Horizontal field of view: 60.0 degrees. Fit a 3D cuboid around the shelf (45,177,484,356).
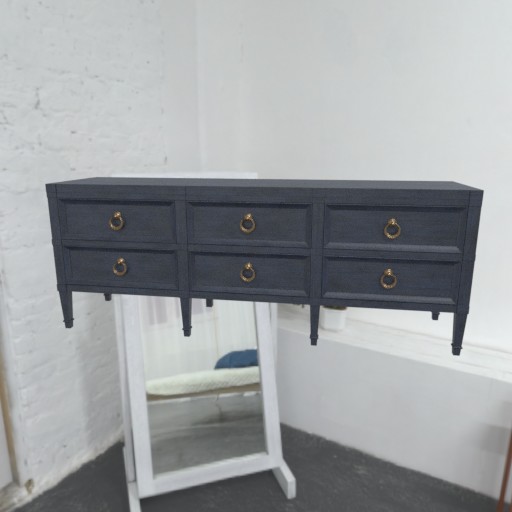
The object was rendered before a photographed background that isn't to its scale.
[{"bbox_3d":[0.000,0.000,2.182,1.878,0.715,0.471,2,14,9],"label":"shelf"}]
